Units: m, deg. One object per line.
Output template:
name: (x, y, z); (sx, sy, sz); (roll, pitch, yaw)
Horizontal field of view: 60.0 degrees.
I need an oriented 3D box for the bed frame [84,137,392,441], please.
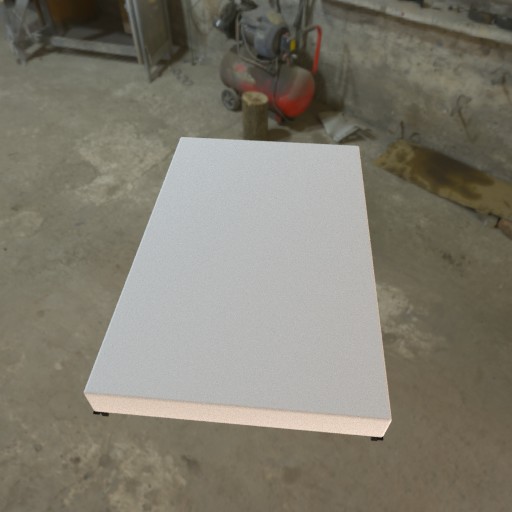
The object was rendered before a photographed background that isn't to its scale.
bed frame: (0.000, 0.000, 3.887); (1.930, 0.440, 2.987); (4, 47, 4)
